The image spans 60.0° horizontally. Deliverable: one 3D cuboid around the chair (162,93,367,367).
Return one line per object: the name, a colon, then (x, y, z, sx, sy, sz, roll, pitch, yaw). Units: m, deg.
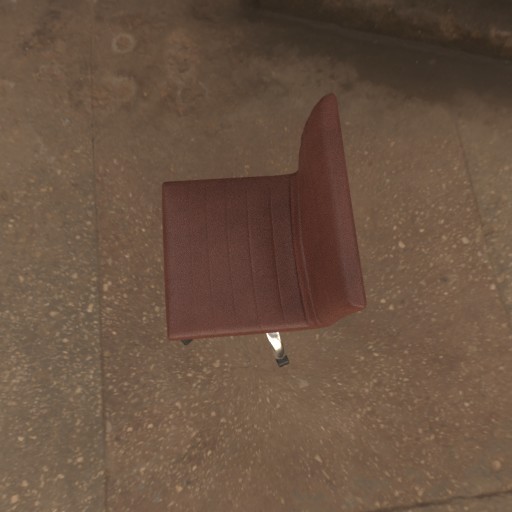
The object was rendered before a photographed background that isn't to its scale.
chair: (0.000, 0.000, 1.113, 0.530, 0.780, 0.556, -5, 76, -1)
